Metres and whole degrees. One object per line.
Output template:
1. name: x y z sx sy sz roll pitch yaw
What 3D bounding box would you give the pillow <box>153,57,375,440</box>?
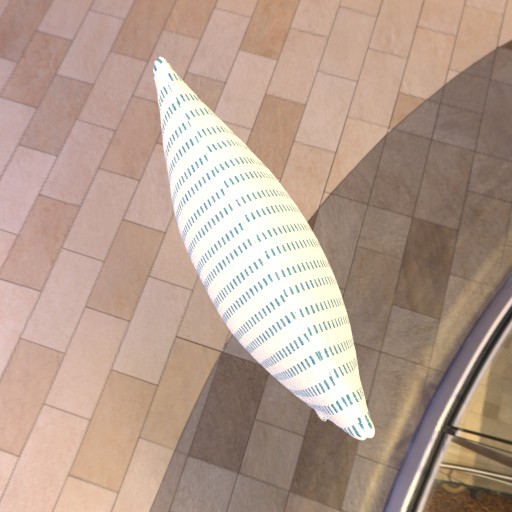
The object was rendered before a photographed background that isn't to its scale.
1. pillow: 0.000 0.000 0.786 0.210 0.353 0.640 -27 76 -7
